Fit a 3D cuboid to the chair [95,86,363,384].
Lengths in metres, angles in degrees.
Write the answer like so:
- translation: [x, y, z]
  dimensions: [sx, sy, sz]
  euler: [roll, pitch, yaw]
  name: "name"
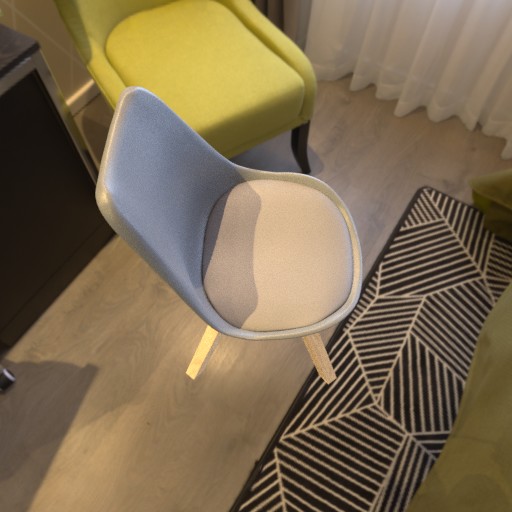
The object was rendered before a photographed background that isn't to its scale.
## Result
- translation: [0.000, 0.000, 1.154]
  dimensions: [0.550, 0.850, 0.485]
  euler: [2, 62, 1]
  name: "chair"
